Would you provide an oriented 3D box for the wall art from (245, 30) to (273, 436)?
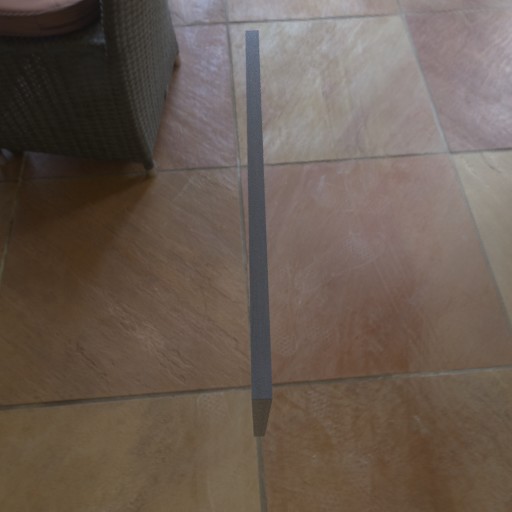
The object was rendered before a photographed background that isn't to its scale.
[{"bbox_3d":[0.000,0.000,0.926,0.026,0.558,0.660,-1,64,-1],"label":"wall art"}]
